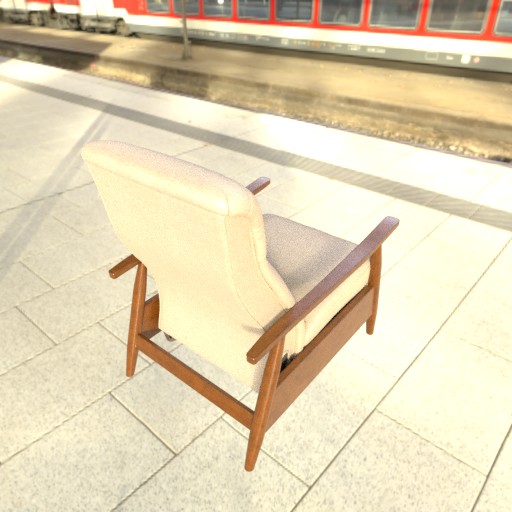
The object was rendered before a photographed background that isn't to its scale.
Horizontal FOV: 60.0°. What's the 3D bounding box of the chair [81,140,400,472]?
[{"bbox_3d":[0.000,0.000,1.813,0.762,1.082,1.030,24,39,33],"label":"chair"}]
